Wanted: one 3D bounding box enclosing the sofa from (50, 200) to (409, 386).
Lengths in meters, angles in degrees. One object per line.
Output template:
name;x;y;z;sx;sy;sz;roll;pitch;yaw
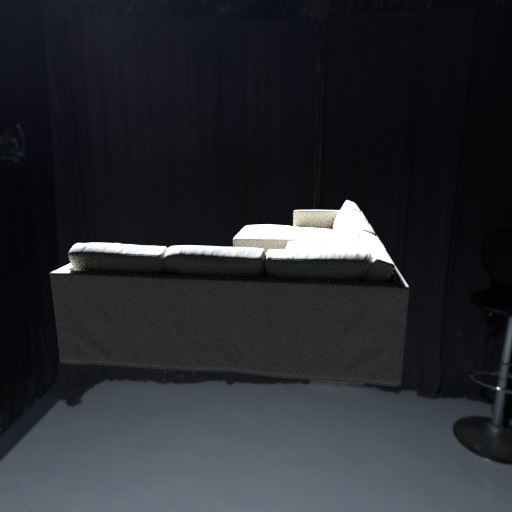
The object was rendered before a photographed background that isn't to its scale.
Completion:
sofa;0.000;0.000;4.621;2.448;0.882;3.464;2;14;7
